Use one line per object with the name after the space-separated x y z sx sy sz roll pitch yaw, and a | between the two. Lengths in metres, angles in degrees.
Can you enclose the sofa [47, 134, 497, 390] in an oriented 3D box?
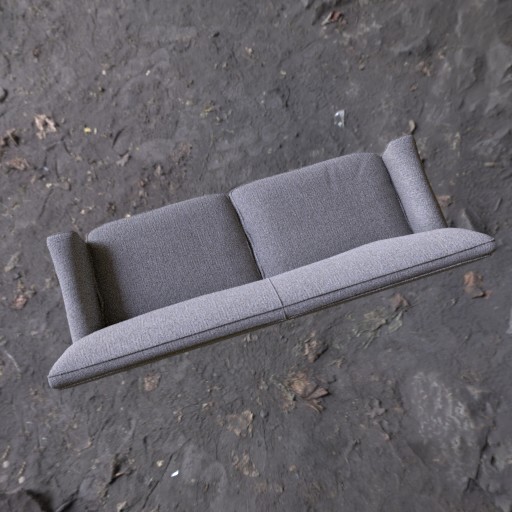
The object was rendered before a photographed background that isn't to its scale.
0.000 0.000 2.400 2.026 0.942 0.854 -17 75 -5 | sofa
